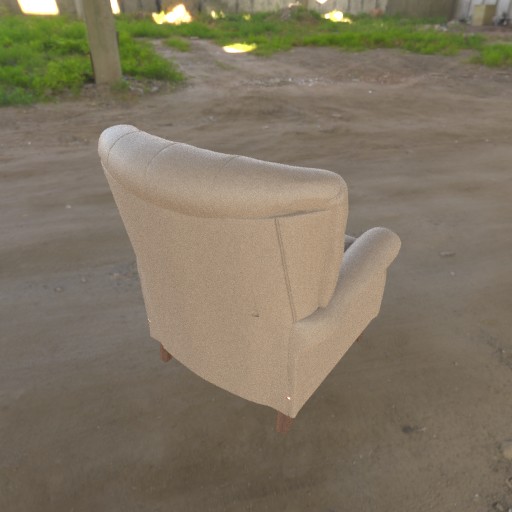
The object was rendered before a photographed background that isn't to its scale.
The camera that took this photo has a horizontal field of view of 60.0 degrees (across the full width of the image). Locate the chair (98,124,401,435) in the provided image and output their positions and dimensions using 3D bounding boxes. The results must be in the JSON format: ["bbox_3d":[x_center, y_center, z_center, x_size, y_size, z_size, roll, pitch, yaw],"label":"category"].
[{"bbox_3d":[0.000,0.000,1.882,0.999,1.138,1.041,21,37,31],"label":"chair"}]
